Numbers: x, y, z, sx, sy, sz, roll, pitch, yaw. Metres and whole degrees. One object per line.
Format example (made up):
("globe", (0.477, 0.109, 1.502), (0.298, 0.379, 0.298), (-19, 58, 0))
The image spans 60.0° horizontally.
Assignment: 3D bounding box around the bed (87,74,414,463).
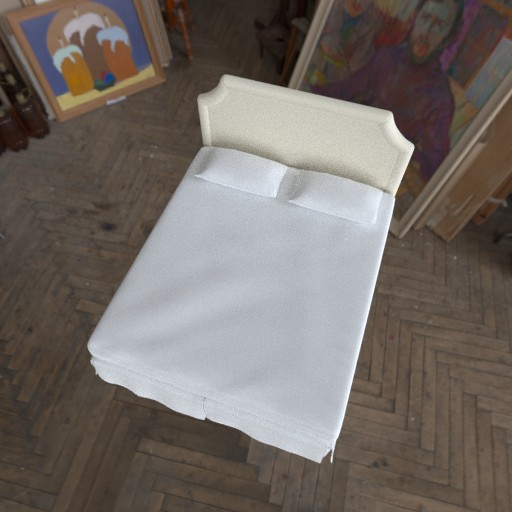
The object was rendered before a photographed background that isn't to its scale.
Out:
("bed", (0.000, 0.000, 4.084), (2.350, 1.590, 2.773), (17, 59, 10))
